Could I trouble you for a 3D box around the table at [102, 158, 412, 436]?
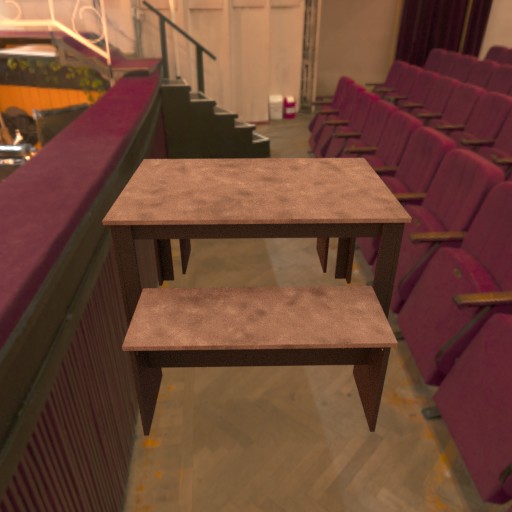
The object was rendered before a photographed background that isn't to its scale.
[{"bbox_3d":[0.000,0.000,2.057,1.100,0.700,1.443,-1,29,-1],"label":"table"}]
